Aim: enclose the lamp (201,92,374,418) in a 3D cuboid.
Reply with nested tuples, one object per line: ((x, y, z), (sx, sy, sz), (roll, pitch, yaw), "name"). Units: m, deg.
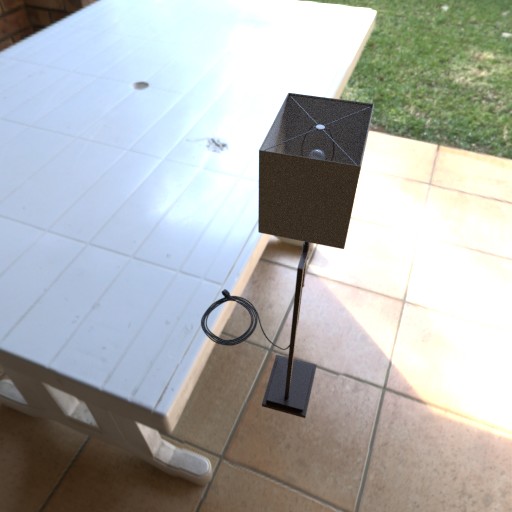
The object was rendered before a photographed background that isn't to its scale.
((0.000, 0.000, 2.046), (0.774, 1.600, 0.698), (12, 47, 11), "lamp")
